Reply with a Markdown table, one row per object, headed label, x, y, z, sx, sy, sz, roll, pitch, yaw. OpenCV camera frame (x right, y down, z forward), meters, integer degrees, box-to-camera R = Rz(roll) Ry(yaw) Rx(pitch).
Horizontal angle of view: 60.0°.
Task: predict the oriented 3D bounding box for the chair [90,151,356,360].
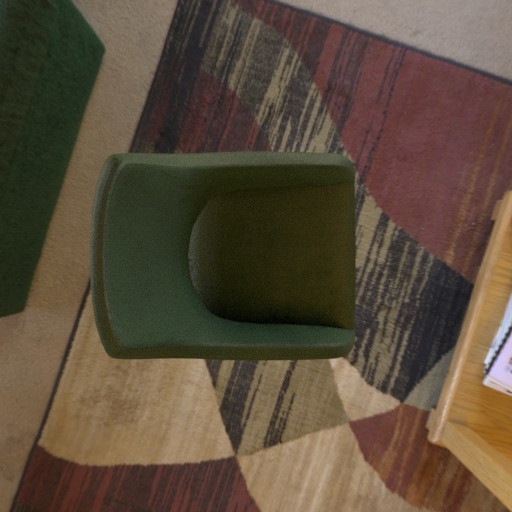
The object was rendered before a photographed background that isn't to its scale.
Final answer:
| label | x | y | z | sx | sy | sz | roll | pitch | yaw |
| --- | --- | --- | --- | --- | --- | --- | --- | --- | --- |
| chair | 0.000 | 0.000 | 1.576 | 0.794 | 1.081 | 0.683 | 0 | 90 | 0 |
